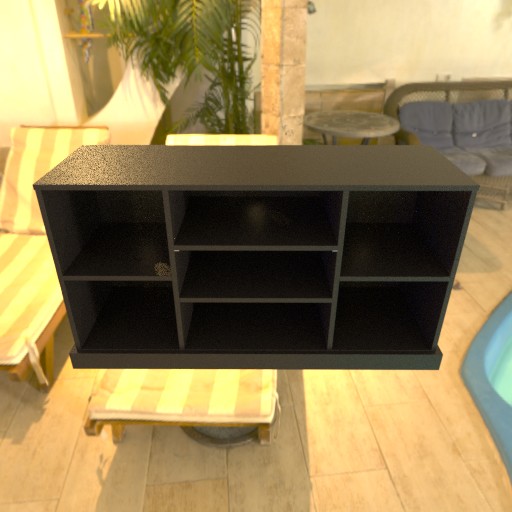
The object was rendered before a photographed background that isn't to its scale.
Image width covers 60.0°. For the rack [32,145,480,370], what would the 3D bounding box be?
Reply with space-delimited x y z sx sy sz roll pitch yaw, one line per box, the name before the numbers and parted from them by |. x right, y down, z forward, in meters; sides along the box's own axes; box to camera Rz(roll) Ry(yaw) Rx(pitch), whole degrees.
rack | 0.000 0.000 1.478 1.206 0.635 0.399 0 30 0
